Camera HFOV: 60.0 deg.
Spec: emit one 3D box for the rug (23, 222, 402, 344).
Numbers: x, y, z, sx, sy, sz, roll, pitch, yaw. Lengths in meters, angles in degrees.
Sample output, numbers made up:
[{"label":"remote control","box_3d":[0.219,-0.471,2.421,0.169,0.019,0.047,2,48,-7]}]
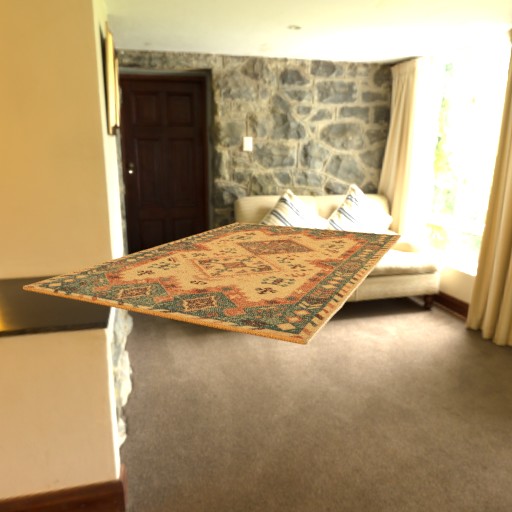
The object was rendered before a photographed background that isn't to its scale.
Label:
[{"label":"rug","box_3d":[0.000,0.000,2.335,1.225,0.015,1.840,6,15,25]}]
